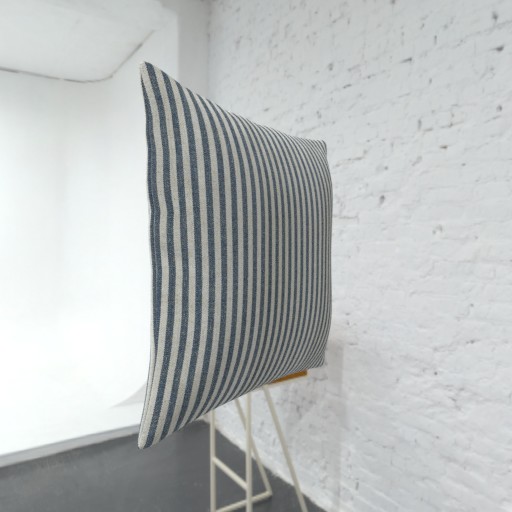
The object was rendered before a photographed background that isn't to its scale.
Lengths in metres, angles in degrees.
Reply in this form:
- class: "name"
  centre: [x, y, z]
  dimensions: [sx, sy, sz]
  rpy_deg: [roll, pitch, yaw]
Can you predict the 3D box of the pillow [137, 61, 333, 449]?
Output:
- class: "pillow"
  centre: [0.000, 0.000, 0.790]
  dimensions: [0.166, 0.510, 0.523]
  rpy_deg: [0, 1, 36]
